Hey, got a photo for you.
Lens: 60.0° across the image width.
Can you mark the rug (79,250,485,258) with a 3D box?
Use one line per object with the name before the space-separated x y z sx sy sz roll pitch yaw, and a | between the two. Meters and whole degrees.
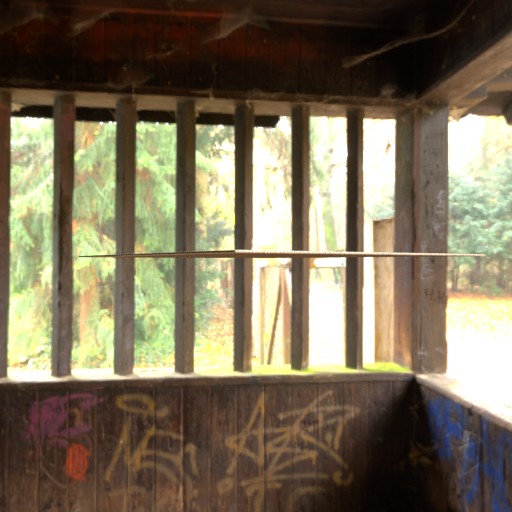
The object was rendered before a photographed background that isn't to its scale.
rug | 0.000 0.000 4.156 2.441 0.015 3.050 0 -1 -36
